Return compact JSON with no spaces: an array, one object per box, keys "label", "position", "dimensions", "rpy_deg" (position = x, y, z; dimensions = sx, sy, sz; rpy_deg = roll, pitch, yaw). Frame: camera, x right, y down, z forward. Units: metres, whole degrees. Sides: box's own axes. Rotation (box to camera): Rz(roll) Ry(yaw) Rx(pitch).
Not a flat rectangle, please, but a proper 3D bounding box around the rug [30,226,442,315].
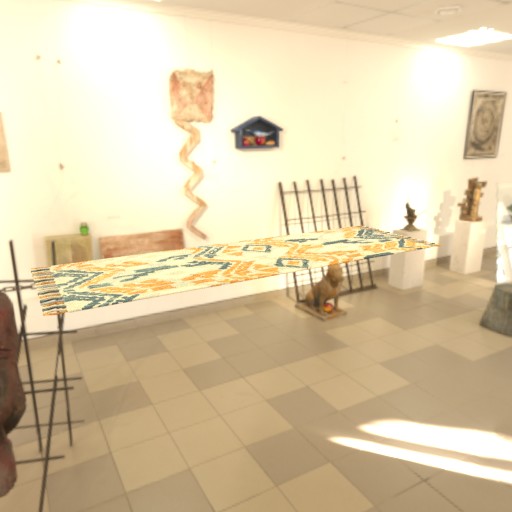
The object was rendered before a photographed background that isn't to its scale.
[{"label":"rug","position":[0.000,0.000,2.707],"dimensions":[2.437,0.010,0.783],"rpy_deg":[-9,17,-29]}]
